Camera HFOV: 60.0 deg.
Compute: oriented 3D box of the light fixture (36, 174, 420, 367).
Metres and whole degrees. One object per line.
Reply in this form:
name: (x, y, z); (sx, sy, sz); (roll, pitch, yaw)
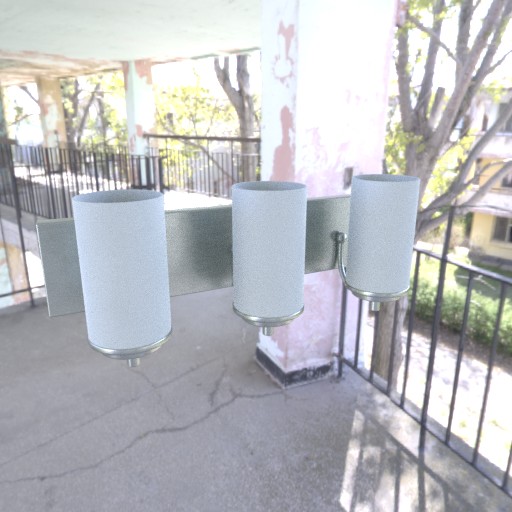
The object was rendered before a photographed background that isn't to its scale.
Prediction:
light fixture: (0.000, 0.000, 0.519); (0.451, 0.172, 0.145); (-8, 18, -25)
